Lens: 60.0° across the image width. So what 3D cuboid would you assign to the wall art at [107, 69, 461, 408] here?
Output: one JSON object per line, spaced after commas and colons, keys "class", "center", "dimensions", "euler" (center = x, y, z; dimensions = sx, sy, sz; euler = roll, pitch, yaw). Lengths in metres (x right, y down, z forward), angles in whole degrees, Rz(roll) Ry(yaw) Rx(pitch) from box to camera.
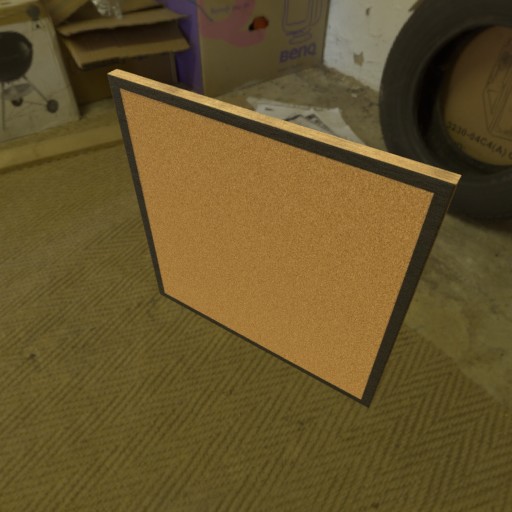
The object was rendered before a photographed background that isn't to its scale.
{"class": "wall art", "center": [0.000, 0.000, 1.016], "dimensions": [0.695, 0.691, 0.029], "euler": [24, 50, 22]}
